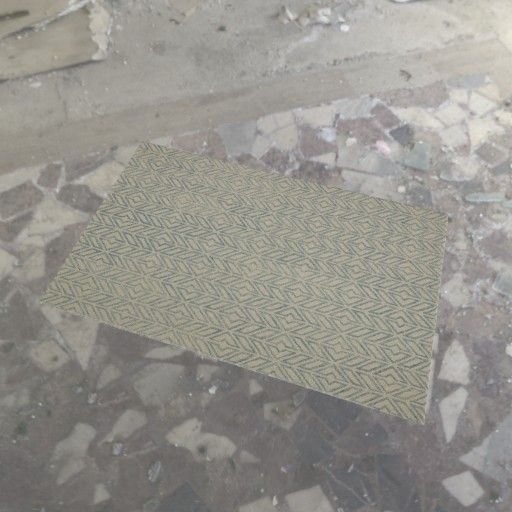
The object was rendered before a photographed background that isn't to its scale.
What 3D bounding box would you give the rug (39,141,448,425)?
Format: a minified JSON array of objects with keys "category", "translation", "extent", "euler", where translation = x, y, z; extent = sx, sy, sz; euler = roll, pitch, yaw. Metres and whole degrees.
[{"category":"rug","translation":[0.000,0.000,3.032],"extent":[2.441,0.008,1.526],"euler":[15,59,9]}]
